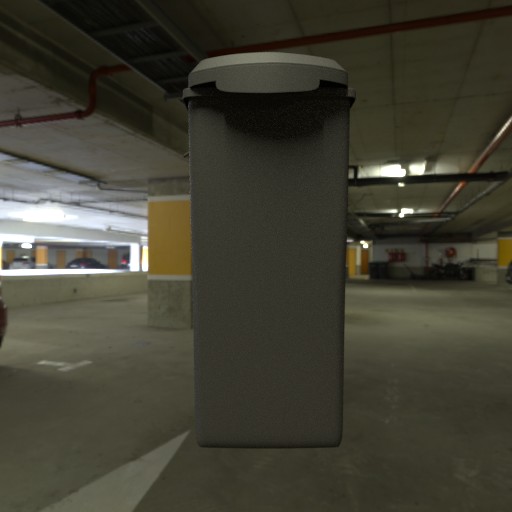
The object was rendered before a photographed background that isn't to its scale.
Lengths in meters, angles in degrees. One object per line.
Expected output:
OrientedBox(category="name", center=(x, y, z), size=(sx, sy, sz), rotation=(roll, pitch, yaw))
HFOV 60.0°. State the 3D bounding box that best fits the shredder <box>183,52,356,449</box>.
OrientedBox(category="shredder", center=(0.000, 0.000, 0.505), size=(0.170, 0.335, 0.320), rotation=(0, -1, 0))
